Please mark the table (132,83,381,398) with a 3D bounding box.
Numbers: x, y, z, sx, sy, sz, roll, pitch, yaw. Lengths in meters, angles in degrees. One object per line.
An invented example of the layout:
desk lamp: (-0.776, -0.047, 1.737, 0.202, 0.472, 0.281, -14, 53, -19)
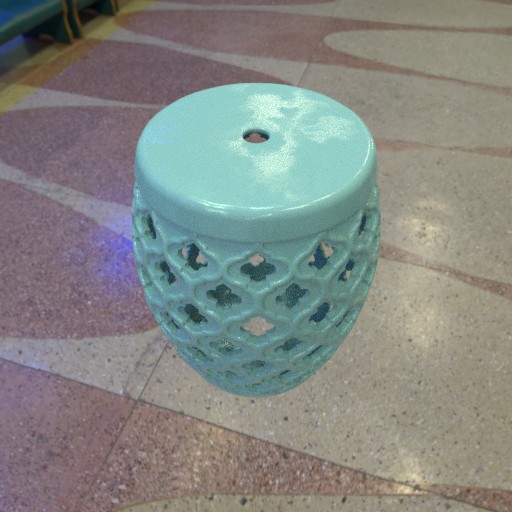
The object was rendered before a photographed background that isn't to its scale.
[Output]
table: (0.000, 0.000, 0.627, 0.325, 0.388, 0.325, 0, 47, 0)
